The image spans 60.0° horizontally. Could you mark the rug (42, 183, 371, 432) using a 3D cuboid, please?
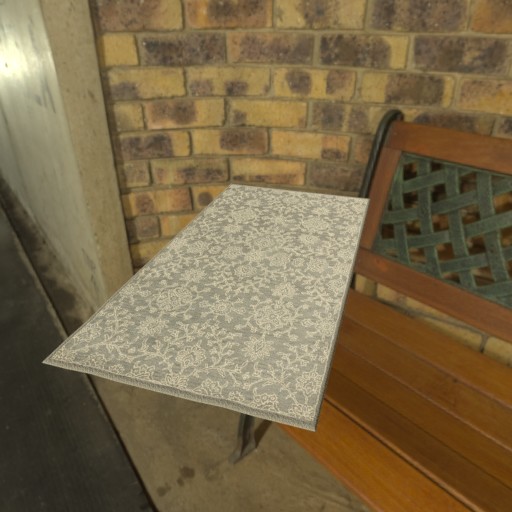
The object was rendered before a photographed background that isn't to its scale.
[{"bbox_3d":[0.000,0.000,3.543,1.546,0.011,3.048,9,30,15],"label":"rug"}]
